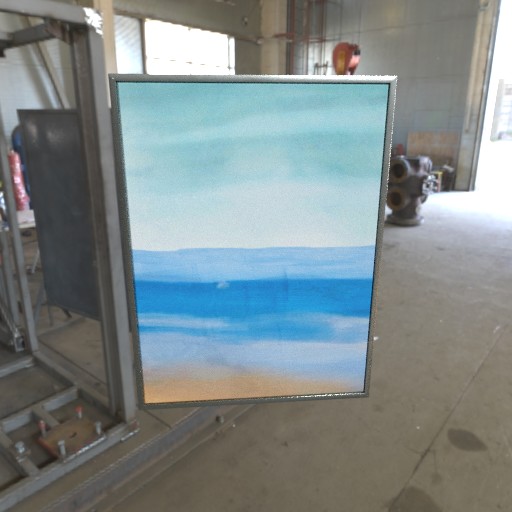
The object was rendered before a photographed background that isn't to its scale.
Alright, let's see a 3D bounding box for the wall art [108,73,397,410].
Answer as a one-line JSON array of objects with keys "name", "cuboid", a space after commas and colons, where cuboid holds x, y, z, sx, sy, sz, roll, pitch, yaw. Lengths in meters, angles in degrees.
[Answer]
[{"name": "wall art", "cuboid": [0.000, 0.000, 1.403, 0.803, 1.062, 0.041, -2, 17, -5]}]
